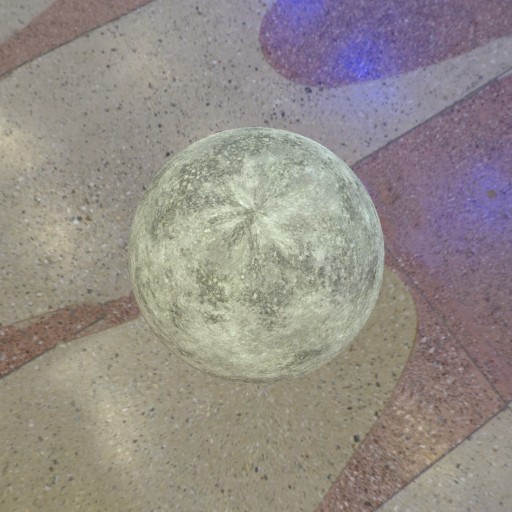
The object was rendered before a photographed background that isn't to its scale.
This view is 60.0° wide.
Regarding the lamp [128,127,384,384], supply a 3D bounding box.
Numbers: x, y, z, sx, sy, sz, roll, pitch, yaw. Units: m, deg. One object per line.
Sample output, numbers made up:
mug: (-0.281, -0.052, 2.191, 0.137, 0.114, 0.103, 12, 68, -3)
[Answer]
lamp: (0.000, 0.000, 0.758, 0.422, 0.429, 0.422, 0, 75, 0)
